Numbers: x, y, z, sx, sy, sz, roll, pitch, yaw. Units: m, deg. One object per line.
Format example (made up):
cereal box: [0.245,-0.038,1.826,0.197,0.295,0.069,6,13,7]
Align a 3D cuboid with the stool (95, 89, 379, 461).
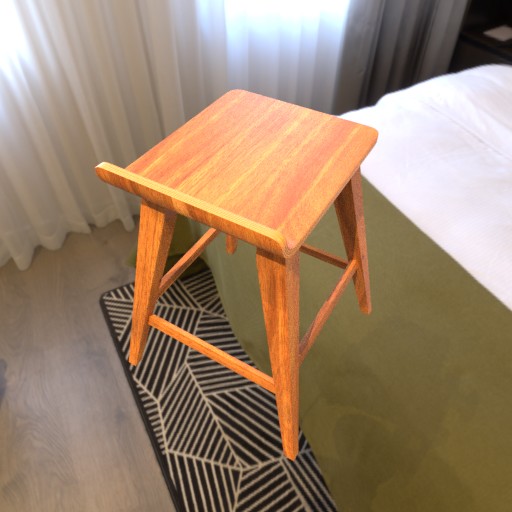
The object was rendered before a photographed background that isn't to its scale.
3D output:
stool: [0.000,0.000,1.018,0.500,0.650,0.500,23,51,20]
